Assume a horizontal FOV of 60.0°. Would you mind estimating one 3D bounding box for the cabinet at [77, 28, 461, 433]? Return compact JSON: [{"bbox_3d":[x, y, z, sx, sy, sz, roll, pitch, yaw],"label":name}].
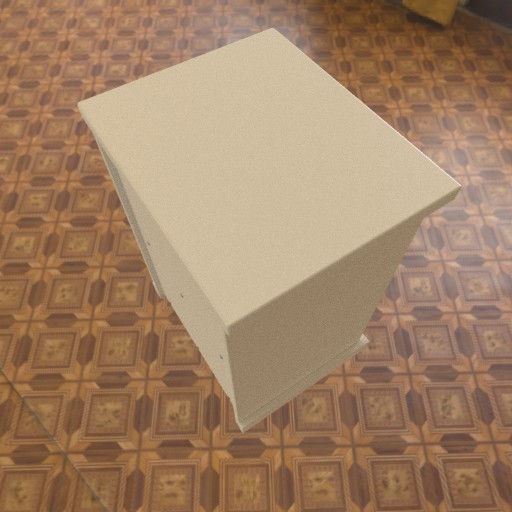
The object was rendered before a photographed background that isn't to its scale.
[{"bbox_3d":[0.000,0.000,1.049,0.431,0.723,0.520,-29,62,-17],"label":"cabinet"}]
